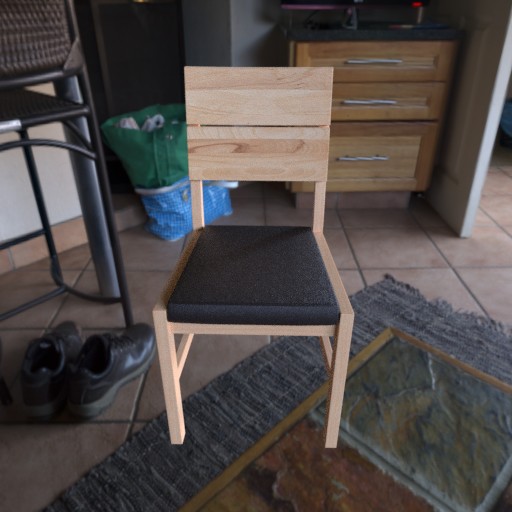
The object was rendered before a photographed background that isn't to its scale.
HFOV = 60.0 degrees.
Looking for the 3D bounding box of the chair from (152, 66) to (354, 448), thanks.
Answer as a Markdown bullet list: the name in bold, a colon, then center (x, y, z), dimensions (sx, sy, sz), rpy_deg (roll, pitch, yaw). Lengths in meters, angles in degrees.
- **chair**: center (0.000, 0.000, 1.275), dimensions (0.475, 0.950, 0.560), rpy_deg (1, 30, 1)
